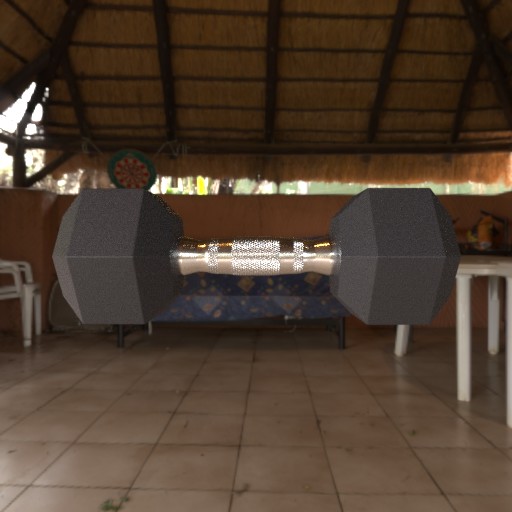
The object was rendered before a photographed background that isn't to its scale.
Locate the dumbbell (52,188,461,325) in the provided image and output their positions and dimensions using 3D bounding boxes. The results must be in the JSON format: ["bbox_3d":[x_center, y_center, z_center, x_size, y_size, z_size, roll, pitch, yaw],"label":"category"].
[{"bbox_3d":[0.000,0.000,0.357,0.297,0.101,0.116,0,1,1],"label":"dumbbell"}]
